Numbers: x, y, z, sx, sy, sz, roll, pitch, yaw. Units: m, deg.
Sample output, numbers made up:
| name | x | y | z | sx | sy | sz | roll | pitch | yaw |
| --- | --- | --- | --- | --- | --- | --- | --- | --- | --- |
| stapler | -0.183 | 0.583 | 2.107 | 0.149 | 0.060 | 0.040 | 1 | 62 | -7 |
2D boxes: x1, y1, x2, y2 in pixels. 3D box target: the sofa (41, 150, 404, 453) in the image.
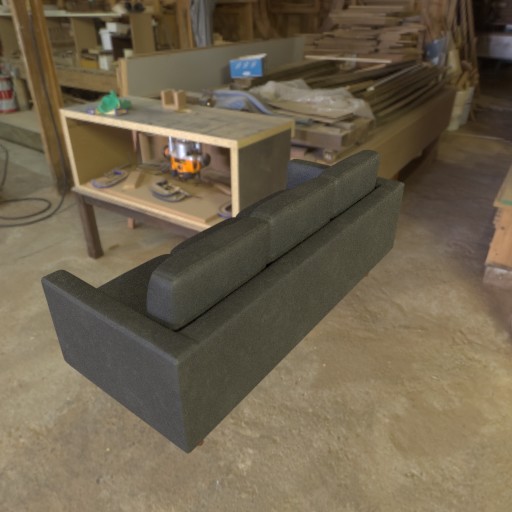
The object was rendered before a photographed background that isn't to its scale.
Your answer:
| name | x | y | z | sx | sy | sz | roll | pitch | yaw |
| --- | --- | --- | --- | --- | --- | --- | --- | --- | --- |
| sofa | 0.000 | 0.000 | 2.501 | 0.879 | 0.899 | 2.029 | 21 | 37 | 31 |
